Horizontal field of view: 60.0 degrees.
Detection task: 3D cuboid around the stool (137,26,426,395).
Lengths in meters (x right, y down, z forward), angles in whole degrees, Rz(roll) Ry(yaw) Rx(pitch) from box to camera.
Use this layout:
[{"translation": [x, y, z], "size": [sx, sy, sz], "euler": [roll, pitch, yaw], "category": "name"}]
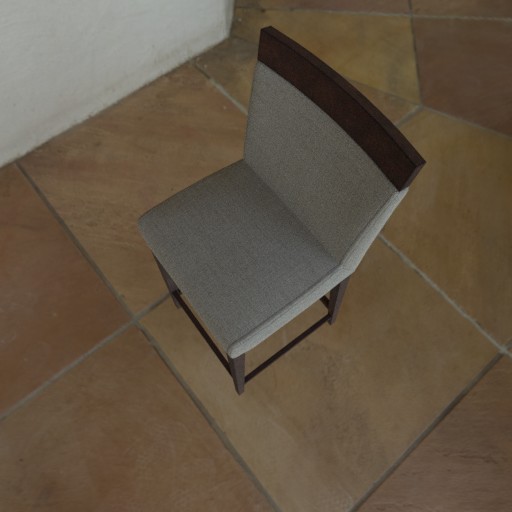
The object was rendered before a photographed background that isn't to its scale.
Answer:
[{"translation": [0.000, 0.000, 1.405], "size": [0.531, 1.117, 0.511], "euler": [-34, 69, -15], "category": "stool"}]
